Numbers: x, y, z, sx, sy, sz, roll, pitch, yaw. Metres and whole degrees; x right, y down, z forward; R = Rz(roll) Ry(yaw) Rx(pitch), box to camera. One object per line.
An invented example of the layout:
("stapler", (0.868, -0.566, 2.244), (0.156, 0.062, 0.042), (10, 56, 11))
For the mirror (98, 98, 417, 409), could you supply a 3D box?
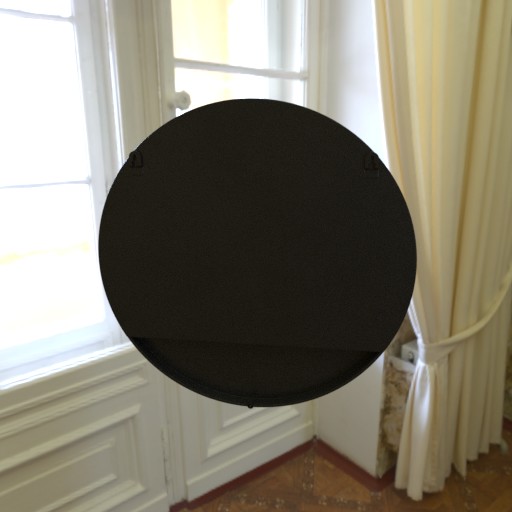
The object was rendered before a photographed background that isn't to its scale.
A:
("mirror", (0.000, 0.000, 0.692), (0.457, 0.457, 0.133), (2, 16, 7))
